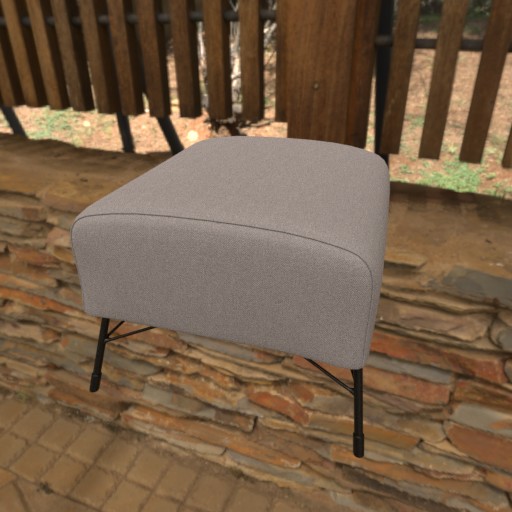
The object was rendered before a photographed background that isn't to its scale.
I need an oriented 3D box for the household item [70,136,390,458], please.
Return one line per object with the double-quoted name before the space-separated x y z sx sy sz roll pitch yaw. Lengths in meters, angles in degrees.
"household item" 0.000 0.000 0.927 0.530 0.410 0.530 8 29 15
